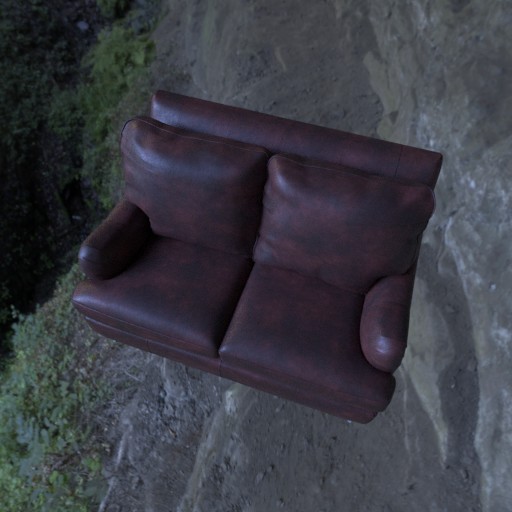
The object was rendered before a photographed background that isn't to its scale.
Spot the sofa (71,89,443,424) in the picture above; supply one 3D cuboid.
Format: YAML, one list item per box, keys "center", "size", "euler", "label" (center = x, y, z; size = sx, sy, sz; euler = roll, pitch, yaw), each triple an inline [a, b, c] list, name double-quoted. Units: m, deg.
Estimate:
- center: [0.000, 0.000, 2.326]
  size: [1.628, 1.070, 1.148]
  euler: [16, 58, 10]
  label: "sofa"
